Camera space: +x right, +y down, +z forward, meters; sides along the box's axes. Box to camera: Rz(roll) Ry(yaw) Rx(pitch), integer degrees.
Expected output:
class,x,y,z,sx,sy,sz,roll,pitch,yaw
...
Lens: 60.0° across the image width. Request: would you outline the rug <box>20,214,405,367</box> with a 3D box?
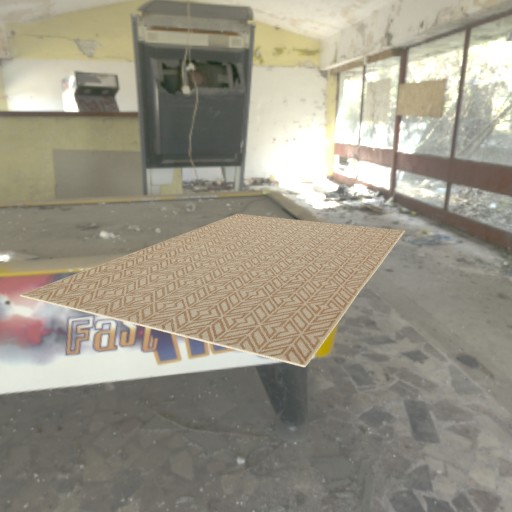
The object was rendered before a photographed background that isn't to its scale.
class,x,y,z,sx,sy,sz,roll,pitch,yaw
rug,0.000,0.000,2.309,1.220,0.007,1.828,8,19,25
